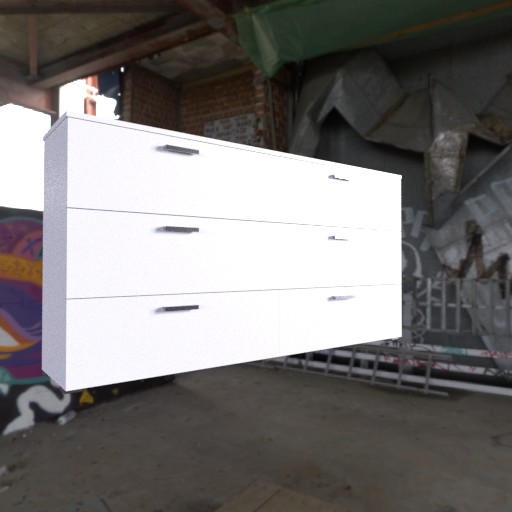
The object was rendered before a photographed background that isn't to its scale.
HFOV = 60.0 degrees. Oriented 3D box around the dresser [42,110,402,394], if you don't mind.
[{"bbox_3d":[0.000,0.000,1.803,1.535,0.790,0.333,1,-1,-37],"label":"dresser"}]
